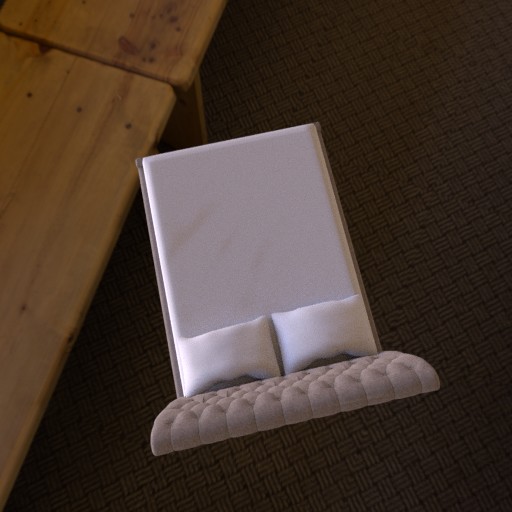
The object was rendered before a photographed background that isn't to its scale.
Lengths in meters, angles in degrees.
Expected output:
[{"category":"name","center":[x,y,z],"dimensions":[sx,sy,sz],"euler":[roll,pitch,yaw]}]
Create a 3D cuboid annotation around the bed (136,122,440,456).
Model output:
[{"category":"bed","center":[0.000,0.000,3.340],"dimensions":[1.645,1.371,2.252],"euler":[-12,78,-3]}]
